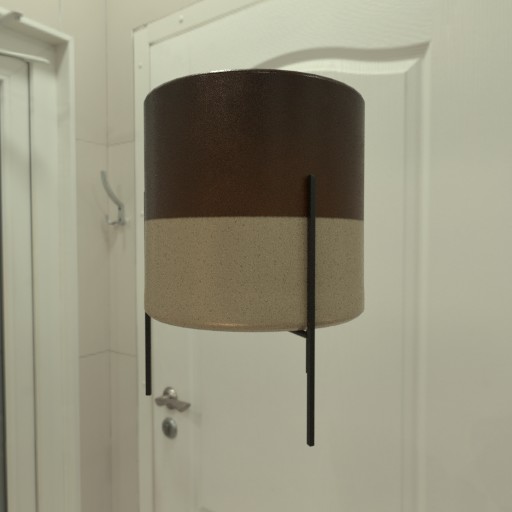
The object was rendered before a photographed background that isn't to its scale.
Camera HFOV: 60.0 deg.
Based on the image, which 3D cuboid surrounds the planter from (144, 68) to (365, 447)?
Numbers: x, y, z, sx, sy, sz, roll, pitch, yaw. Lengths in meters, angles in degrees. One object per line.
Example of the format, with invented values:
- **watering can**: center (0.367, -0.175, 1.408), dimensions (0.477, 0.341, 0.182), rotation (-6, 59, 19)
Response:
- **planter**: center (0.000, 0.000, 0.715), dimensions (0.345, 0.465, 0.354), rotation (1, 2, 36)
